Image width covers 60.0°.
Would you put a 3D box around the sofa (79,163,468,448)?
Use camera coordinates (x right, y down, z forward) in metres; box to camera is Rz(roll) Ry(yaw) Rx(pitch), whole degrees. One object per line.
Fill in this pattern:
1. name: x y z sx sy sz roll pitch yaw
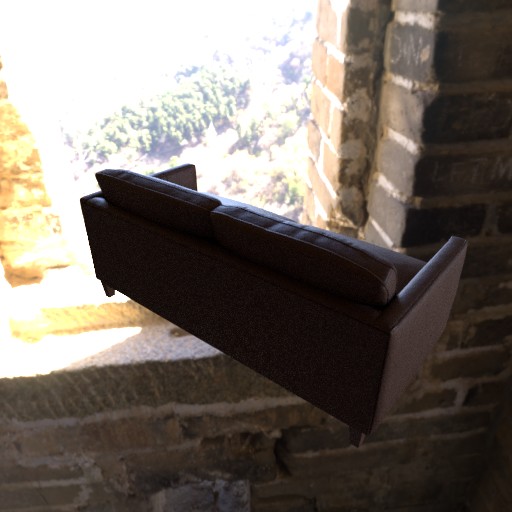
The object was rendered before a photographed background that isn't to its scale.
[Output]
1. sofa: 0.000 0.000 2.491 1.971 0.863 0.923 22 36 33
